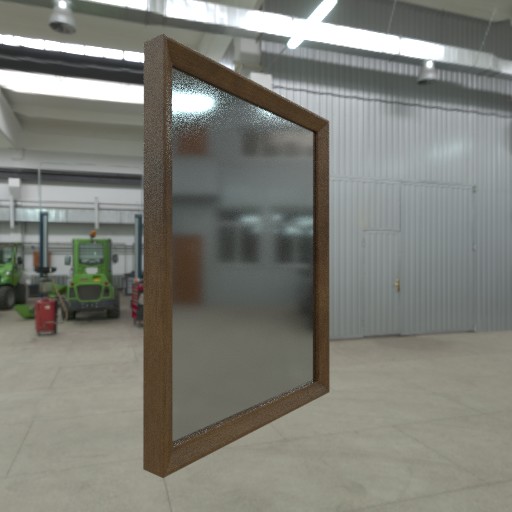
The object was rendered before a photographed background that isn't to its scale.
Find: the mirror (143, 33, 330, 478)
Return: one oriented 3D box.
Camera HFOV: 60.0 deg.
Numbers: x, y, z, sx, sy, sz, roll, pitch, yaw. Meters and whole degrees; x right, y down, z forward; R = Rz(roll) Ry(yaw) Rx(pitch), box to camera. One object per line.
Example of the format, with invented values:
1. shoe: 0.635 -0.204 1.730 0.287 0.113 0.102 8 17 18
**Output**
1. mirror: 0.000 0.000 0.680 0.041 0.509 0.406 0 0 37
